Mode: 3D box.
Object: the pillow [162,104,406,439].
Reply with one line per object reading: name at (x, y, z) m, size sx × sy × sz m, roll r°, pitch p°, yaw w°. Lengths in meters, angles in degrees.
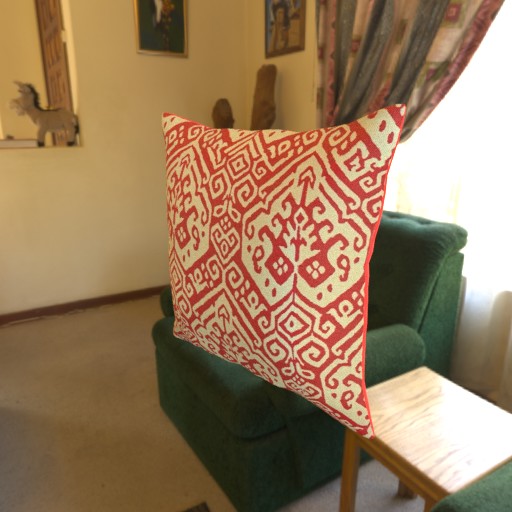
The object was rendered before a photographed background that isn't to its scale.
pillow at (0.000, 0.000, 0.803) m, size 0.522 × 0.507 × 0.192 m, roll 15°, pitch 22°, yaw 41°
